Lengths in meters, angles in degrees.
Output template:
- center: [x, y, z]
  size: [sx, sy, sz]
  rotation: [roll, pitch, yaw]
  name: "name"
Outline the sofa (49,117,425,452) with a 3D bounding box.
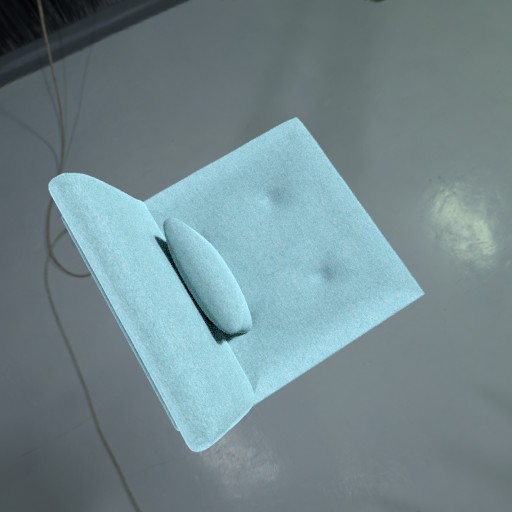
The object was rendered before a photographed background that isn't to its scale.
- center: [0.000, 0.000, 1.680]
  size: [1.000, 0.820, 0.930]
  rotation: [-31, 78, -7]
  name: "sofa"
